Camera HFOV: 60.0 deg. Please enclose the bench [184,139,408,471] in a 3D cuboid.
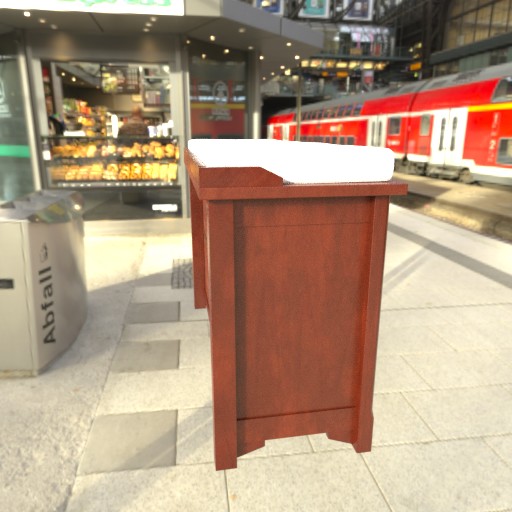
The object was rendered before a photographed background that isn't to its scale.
[{"bbox_3d":[0.000,0.000,1.293,0.369,0.646,0.987,-3,16,-10],"label":"bench"}]
